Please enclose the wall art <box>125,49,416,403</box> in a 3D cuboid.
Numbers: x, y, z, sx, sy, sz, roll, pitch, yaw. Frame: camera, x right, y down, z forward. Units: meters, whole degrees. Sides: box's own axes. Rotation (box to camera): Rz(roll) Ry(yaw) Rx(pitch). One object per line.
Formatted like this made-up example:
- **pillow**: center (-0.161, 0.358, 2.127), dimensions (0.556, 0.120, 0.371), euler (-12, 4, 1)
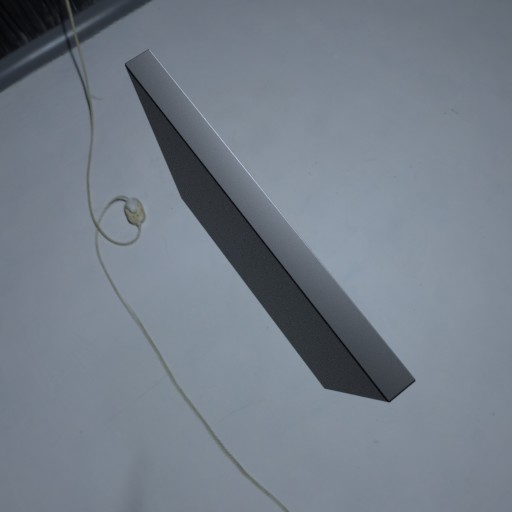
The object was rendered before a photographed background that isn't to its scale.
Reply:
- **wall art**: center (0.000, 0.000, 0.541), dimensions (0.028, 0.330, 0.380), euler (-36, 78, -9)
